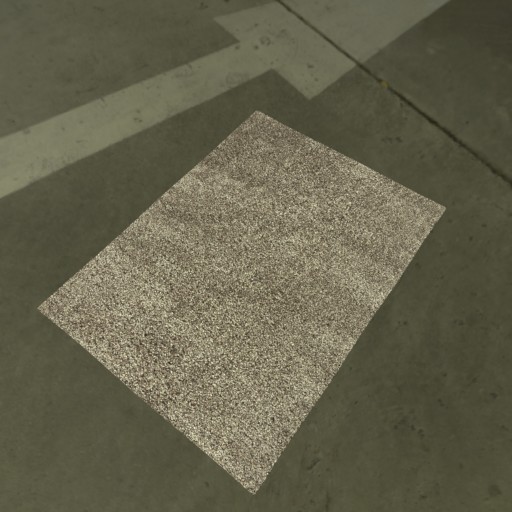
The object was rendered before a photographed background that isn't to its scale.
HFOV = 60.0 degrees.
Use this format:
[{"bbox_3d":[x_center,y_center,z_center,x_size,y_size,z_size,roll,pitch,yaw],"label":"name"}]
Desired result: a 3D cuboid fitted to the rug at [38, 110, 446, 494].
[{"bbox_3d":[0.000,0.000,2.096,1.198,0.025,1.601,33,64,18],"label":"rug"}]
